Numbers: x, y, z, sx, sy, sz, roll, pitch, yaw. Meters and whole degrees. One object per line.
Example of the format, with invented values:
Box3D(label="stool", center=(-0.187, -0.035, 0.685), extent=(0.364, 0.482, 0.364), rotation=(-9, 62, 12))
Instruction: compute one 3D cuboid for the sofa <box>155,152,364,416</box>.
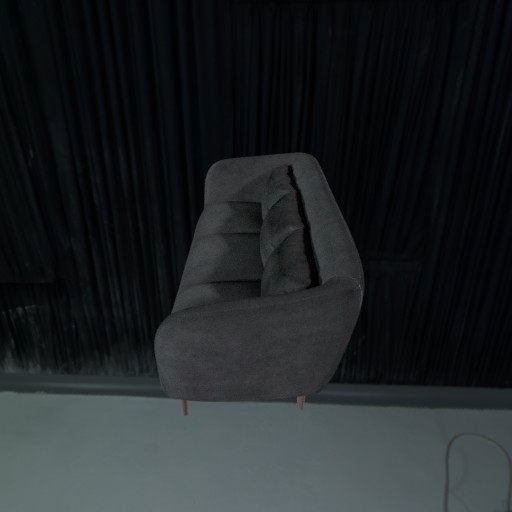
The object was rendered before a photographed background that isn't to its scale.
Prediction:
Box3D(label="sofa", center=(0.000, 0.000, 2.884), extent=(0.956, 0.875, 2.296), rotation=(0, 28, 0))
